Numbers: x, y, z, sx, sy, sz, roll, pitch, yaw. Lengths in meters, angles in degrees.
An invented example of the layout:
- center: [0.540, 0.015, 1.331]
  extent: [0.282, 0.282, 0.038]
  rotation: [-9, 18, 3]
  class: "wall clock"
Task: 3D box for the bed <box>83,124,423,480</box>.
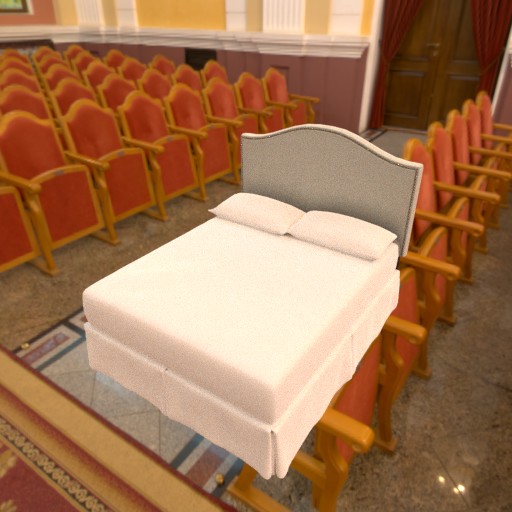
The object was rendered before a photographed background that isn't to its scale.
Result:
- center: [0.000, 0.000, 3.449]
  extent: [1.813, 1.607, 2.180]
  rotation: [19, 35, 30]
  class: "bed"
